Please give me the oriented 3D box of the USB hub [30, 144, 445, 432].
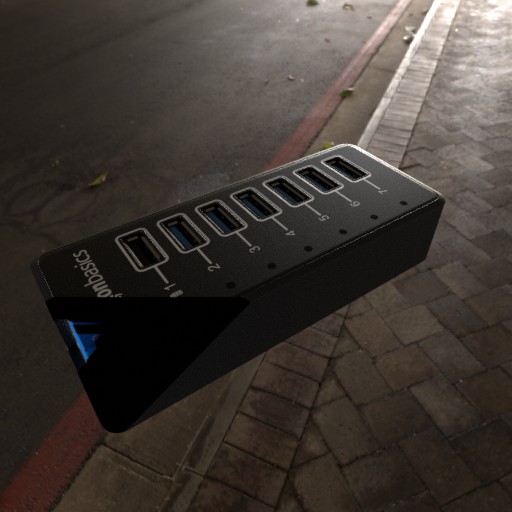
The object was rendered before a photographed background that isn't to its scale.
[{"bbox_3d":[0.000,0.000,0.128,0.110,0.023,0.044,-25,47,-25],"label":"USB hub"}]
